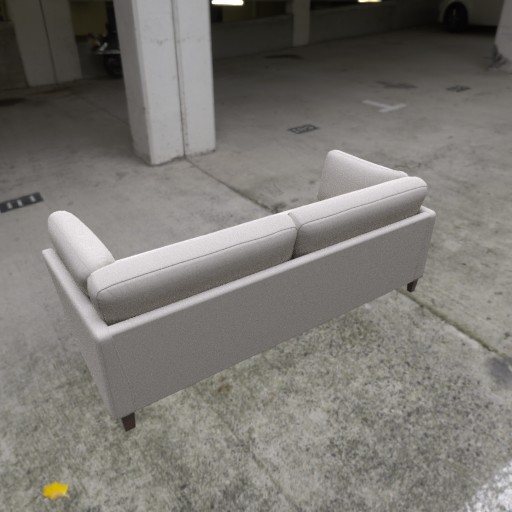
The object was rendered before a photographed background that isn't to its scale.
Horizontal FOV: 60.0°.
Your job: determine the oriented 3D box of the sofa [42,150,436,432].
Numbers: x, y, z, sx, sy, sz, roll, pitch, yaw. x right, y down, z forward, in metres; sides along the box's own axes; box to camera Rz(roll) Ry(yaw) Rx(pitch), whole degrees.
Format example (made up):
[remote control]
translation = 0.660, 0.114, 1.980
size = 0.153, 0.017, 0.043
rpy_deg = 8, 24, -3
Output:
[sofa]
translation = 0.000, 0.000, 2.809
size = 2.301, 0.863, 0.957
rpy_deg = -19, 35, -29
